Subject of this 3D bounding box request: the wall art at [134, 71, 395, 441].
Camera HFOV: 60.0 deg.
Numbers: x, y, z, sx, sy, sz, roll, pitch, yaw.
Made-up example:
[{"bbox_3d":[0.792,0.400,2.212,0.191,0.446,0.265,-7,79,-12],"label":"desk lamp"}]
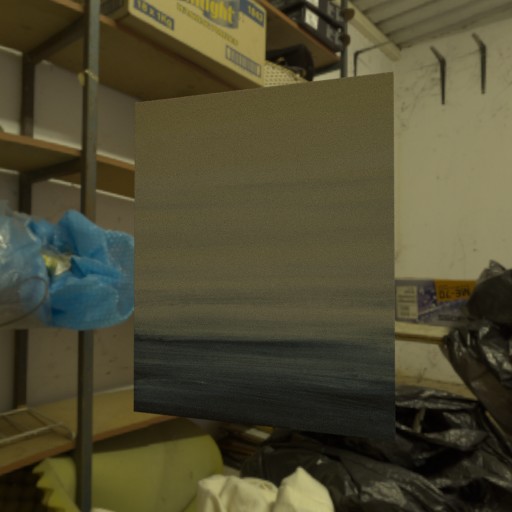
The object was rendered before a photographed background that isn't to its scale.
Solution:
[{"bbox_3d":[0.000,0.000,0.820,0.489,0.608,0.040,0,-1,17],"label":"wall art"}]
